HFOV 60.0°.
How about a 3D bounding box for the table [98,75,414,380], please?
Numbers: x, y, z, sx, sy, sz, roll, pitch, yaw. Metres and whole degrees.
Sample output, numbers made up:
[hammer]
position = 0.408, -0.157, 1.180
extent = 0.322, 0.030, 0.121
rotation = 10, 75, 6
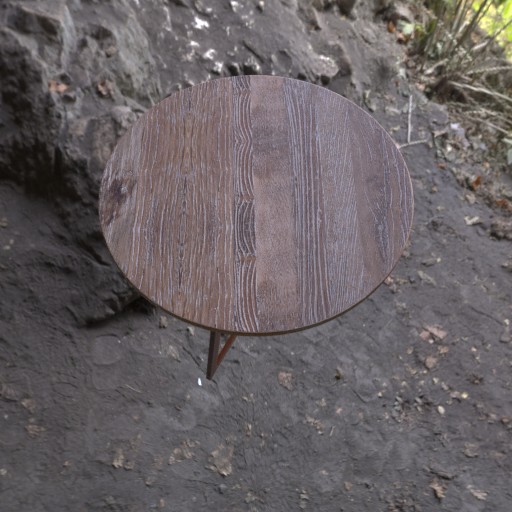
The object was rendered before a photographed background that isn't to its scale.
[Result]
[table]
position = 0.000, 0.000, 0.930
extent = 0.500, 0.500, 0.500
rotation = 0, 62, 0
